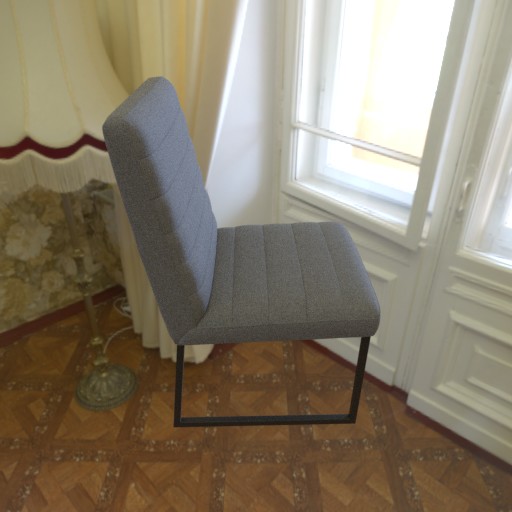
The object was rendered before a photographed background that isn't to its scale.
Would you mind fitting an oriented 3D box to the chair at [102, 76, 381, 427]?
[{"bbox_3d":[0.000,0.000,1.307,0.634,0.930,0.520,-1,31,-1],"label":"chair"}]
